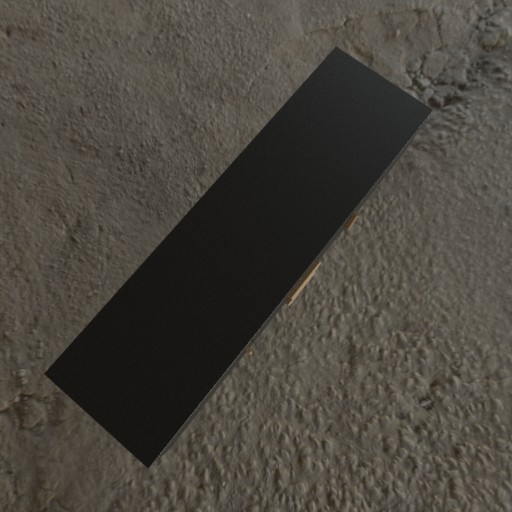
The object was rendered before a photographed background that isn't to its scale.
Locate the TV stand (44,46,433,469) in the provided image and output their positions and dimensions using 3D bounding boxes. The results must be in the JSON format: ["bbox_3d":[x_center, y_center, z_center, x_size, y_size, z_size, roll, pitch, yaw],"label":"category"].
[{"bbox_3d":[0.000,0.000,1.523,0.390,0.518,1.312,38,79,9],"label":"TV stand"}]
